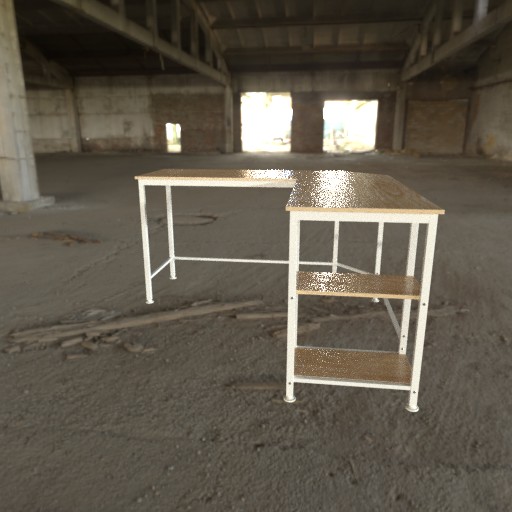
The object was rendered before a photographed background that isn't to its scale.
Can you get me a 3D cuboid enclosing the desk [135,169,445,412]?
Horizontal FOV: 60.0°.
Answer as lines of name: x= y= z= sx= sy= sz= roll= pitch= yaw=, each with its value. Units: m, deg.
desk: x=0.000 y=0.000 z=2.240 sx=1.379 sy=0.739 sz=1.379 roll=2 pitch=16 yaw=7
